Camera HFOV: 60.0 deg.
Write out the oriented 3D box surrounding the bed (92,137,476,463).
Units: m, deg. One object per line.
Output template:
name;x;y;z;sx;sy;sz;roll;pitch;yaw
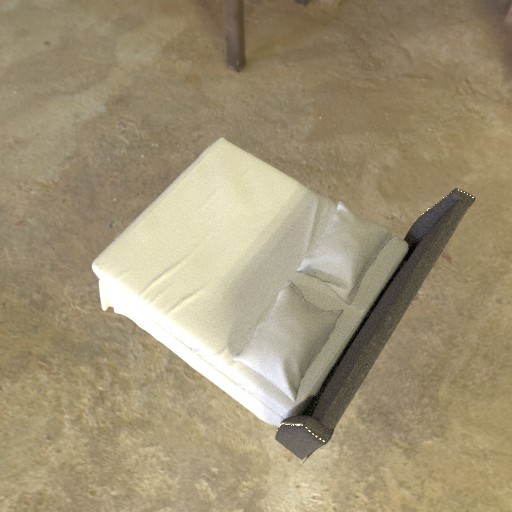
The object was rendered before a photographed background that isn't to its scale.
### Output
bed;0.000;0.000;3.464;2.276;1.332;1.925;33;67;16
